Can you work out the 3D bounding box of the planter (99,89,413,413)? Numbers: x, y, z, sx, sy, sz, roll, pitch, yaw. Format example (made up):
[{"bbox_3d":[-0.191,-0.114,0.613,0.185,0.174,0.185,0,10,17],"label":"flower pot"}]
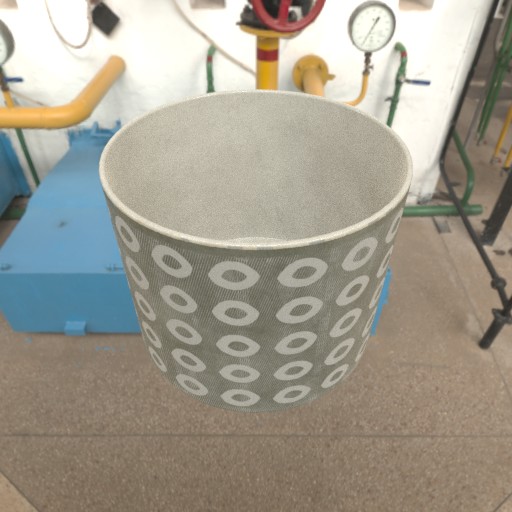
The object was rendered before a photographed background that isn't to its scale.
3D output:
[{"bbox_3d":[0.000,0.000,0.336,0.190,0.181,0.190,0,42,0],"label":"planter"}]
